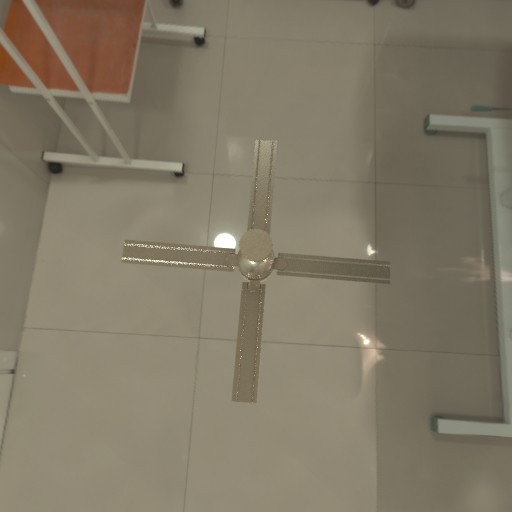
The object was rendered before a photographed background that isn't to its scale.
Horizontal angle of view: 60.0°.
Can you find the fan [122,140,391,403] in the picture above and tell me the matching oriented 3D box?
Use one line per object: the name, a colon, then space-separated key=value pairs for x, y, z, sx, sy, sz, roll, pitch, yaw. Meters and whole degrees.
fan: x=0.000 y=0.000 z=2.101 sx=1.346 sy=0.406 sz=1.346 roll=3 pitch=76 yaw=1
